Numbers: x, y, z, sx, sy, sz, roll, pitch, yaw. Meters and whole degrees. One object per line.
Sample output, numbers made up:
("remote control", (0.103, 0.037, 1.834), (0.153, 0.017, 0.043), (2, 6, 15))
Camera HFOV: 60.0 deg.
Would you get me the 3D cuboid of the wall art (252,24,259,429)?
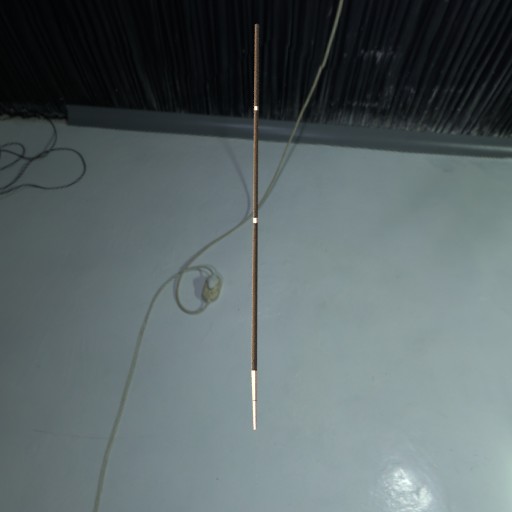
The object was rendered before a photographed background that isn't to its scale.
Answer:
("wall art", (0.000, 0.000, 1.829), (0.013, 1.218, 1.216), (0, 63, 0))
